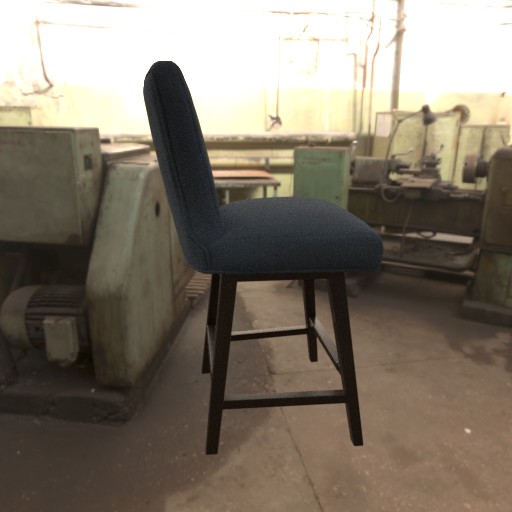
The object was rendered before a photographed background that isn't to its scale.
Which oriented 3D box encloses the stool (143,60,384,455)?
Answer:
[{"bbox_3d":[0.000,0.000,1.306,0.574,1.000,0.514,-2,17,-8],"label":"stool"}]
